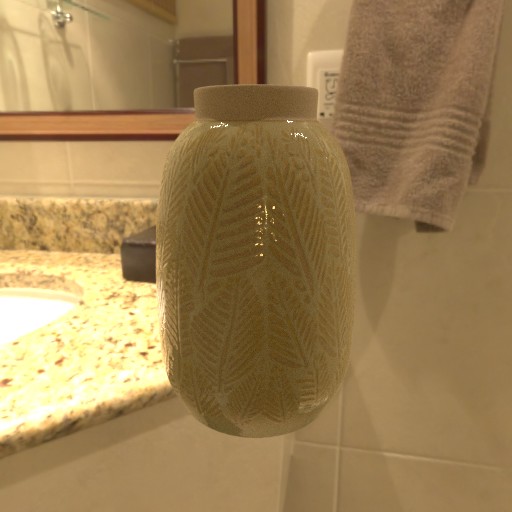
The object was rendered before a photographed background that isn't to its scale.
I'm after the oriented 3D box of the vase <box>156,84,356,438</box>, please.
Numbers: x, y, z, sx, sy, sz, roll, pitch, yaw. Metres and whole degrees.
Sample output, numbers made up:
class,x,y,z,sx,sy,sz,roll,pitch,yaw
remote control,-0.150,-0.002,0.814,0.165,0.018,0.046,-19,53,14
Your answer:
class,x,y,z,sx,sy,sz,roll,pitch,yaw
vase,0.000,0.000,0.383,0.172,0.270,0.172,0,16,0
